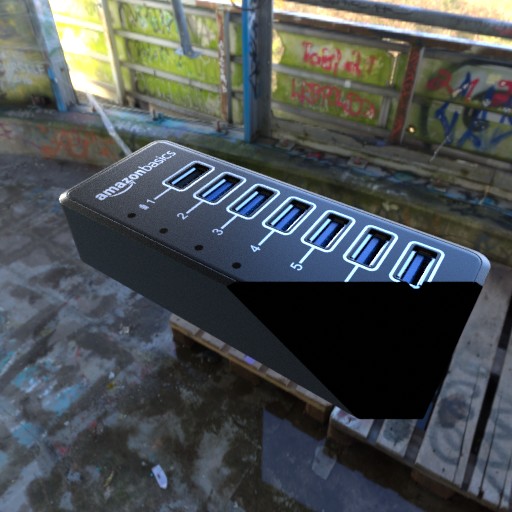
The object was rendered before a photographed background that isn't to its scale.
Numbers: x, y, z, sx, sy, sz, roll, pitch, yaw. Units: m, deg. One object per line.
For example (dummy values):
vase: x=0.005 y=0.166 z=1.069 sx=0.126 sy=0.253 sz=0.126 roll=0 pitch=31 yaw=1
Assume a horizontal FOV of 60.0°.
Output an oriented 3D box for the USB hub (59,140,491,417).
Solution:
USB hub: x=0.000 y=0.000 z=0.124 sx=0.110 sy=0.023 sz=0.044 roll=24 pitch=48 yaw=25
